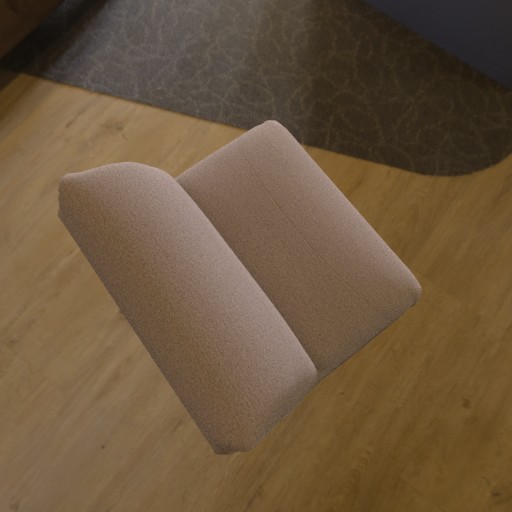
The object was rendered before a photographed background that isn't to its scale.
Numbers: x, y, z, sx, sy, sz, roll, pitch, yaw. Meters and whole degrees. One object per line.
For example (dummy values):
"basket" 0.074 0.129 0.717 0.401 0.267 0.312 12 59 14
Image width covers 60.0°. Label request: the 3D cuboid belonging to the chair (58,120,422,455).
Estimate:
"chair" 0.000 0.000 1.340 0.780 0.580 0.820 -35 77 -10
